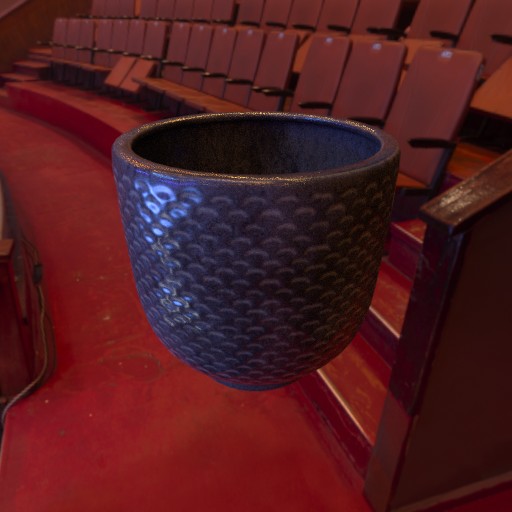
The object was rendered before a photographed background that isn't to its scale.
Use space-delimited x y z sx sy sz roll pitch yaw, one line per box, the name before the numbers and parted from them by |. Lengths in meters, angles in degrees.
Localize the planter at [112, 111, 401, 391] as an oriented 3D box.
planter | 0.000 0.000 0.354 0.197 0.191 0.197 0 28 0
